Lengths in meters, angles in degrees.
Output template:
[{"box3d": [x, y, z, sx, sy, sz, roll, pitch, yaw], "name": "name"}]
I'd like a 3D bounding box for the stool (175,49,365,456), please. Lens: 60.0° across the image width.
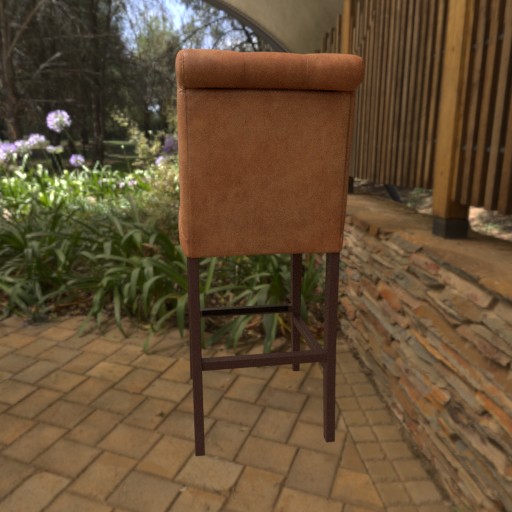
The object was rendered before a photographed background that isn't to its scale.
[{"box3d": [0.000, 0.000, 1.449, 0.493, 1.140, 0.601, -2, 14, -9], "name": "stool"}]
